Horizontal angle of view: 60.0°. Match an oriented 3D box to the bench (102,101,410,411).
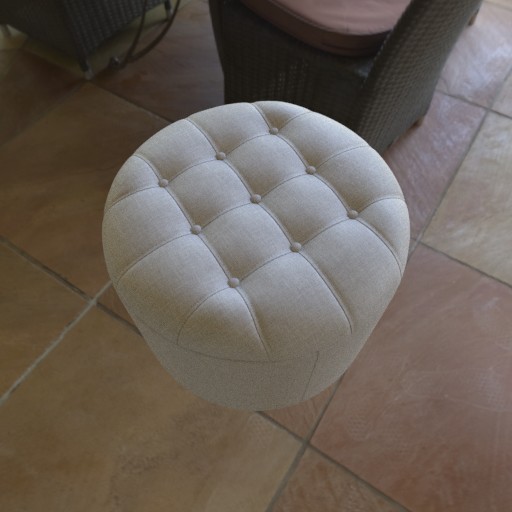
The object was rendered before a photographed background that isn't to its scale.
[{"bbox_3d":[0.000,0.000,1.006,0.600,0.453,0.600,0,59,0],"label":"bench"}]
